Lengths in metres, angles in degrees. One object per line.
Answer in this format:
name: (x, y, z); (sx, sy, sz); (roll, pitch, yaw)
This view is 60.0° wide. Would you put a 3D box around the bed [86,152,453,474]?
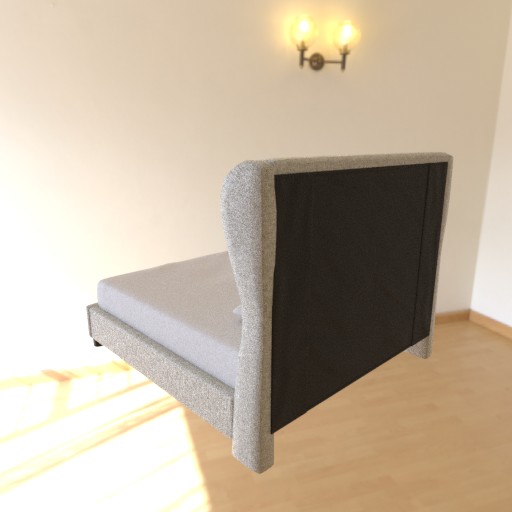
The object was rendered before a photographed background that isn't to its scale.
bed: (0.000, 0.000, 3.850); (2.219, 1.771, 2.347); (-14, 20, -42)
